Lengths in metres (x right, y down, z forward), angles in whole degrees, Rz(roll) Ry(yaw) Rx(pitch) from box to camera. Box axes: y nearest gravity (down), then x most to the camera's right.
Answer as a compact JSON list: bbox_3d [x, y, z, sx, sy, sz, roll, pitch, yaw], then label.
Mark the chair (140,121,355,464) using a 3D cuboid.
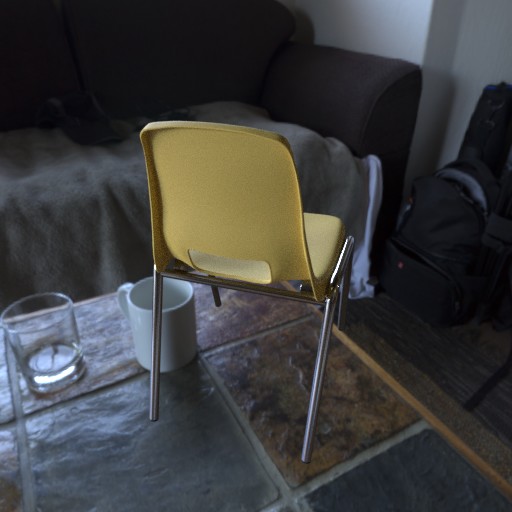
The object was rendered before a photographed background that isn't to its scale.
[{"bbox_3d":[0.000,0.000,0.922,0.381,0.653,0.436,9,33,14],"label":"chair"}]
